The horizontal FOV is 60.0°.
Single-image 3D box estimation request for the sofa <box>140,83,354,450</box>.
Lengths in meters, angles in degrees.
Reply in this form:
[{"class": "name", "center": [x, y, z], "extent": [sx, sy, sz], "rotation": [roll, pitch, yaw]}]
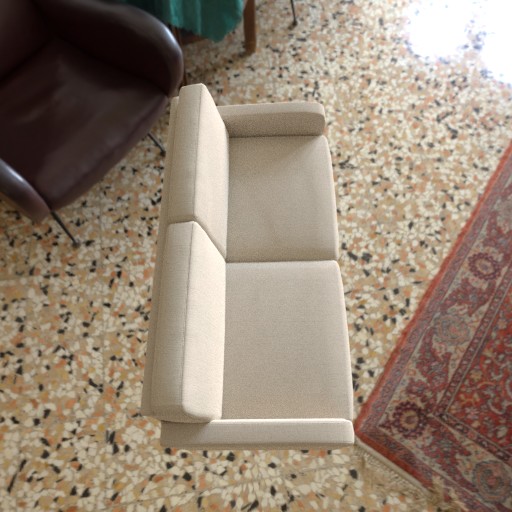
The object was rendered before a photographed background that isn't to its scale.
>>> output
[{"class": "sofa", "center": [0.000, 0.000, 2.273], "extent": [0.894, 0.831, 1.808], "rotation": [0, 65, 0]}]
